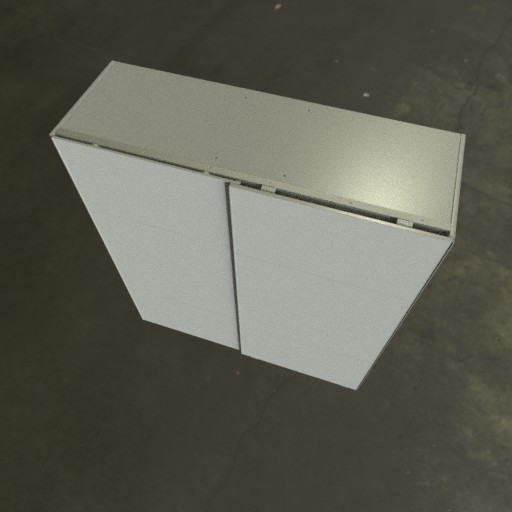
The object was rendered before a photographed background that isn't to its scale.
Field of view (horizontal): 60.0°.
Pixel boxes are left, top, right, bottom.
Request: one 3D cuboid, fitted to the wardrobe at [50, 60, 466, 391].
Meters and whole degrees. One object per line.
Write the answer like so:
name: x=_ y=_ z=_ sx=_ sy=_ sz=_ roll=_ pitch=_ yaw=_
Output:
wardrobe: x=0.000 y=0.000 z=2.801 sx=1.780 sy=1.960 sz=0.629 roll=15 pitch=58 yaw=10
